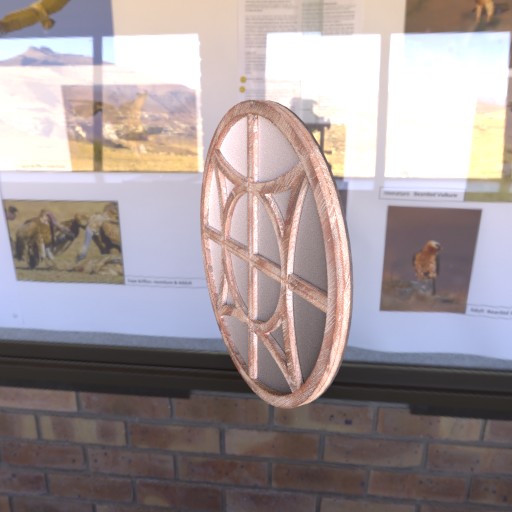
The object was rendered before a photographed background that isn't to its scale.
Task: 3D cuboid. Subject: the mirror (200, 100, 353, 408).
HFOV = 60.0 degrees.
[{"bbox_3d":[0.000,0.000,1.071,0.038,0.710,0.710,-8,18,-25],"label":"mirror"}]
